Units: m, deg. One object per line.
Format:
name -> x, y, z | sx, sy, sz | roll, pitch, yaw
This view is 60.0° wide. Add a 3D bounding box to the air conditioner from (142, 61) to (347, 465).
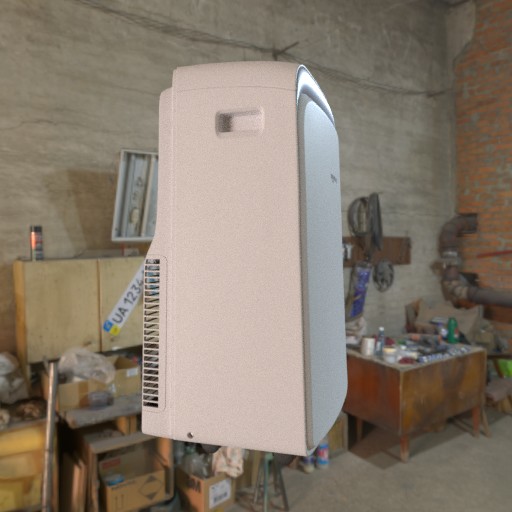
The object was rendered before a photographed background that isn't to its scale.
air conditioner -> 0.000, 0.000, 0.946 | 0.365, 0.700, 0.454 | 0, 1, 19
